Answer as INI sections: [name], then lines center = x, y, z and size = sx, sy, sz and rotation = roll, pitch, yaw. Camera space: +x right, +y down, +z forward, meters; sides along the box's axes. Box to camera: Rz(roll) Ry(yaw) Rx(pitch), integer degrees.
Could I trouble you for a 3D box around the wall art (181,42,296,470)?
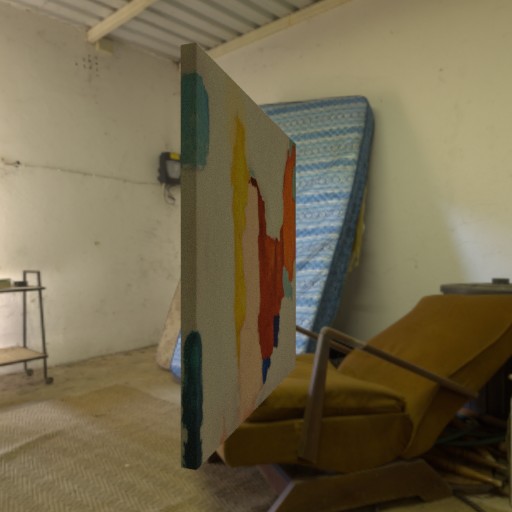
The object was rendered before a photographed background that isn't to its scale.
[wall art]
center = 0.000, 0.000, 1.539
size = 0.044, 1.017, 1.017
rotation = 0, 0, 19
